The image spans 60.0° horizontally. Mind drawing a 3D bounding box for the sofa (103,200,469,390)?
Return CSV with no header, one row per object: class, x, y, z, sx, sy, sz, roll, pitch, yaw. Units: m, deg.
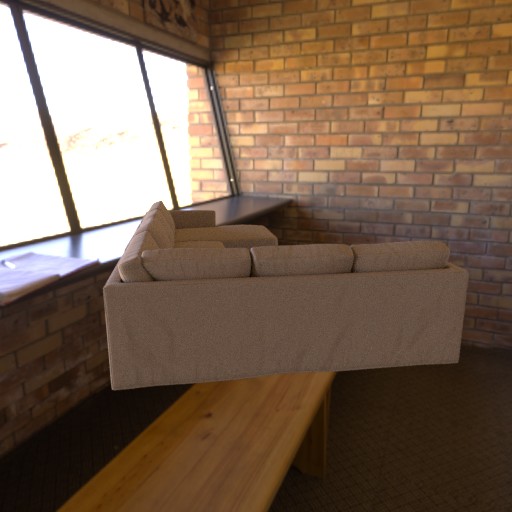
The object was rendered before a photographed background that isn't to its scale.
sofa,0.000,0.000,4.552,2.427,0.882,3.460,-2,14,-9
